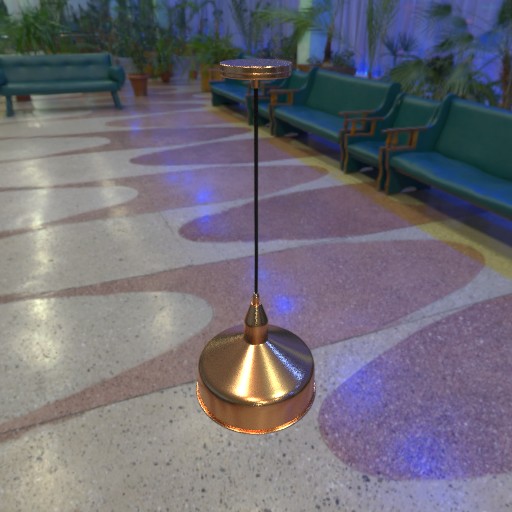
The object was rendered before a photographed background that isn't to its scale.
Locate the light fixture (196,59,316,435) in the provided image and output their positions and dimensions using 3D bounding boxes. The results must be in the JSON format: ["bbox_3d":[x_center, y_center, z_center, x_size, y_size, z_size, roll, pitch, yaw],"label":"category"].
[{"bbox_3d":[0.000,0.000,0.937,0.301,0.754,0.301,-11,31,-18],"label":"light fixture"}]
